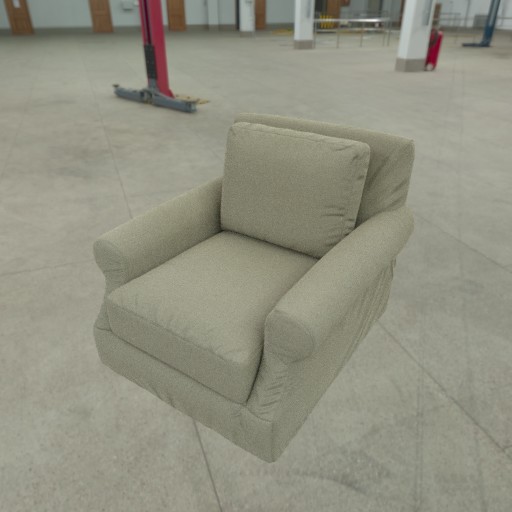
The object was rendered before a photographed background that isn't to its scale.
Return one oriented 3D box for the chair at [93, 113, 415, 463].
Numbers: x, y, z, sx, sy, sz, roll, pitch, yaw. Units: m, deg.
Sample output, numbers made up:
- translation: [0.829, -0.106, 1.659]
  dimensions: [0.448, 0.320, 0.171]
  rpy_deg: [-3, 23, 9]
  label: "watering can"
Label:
- translation: [0.000, 0.000, 1.738]
  dimensions: [0.940, 0.866, 1.066]
  rpy_deg: [19, 35, 29]
  label: "chair"
